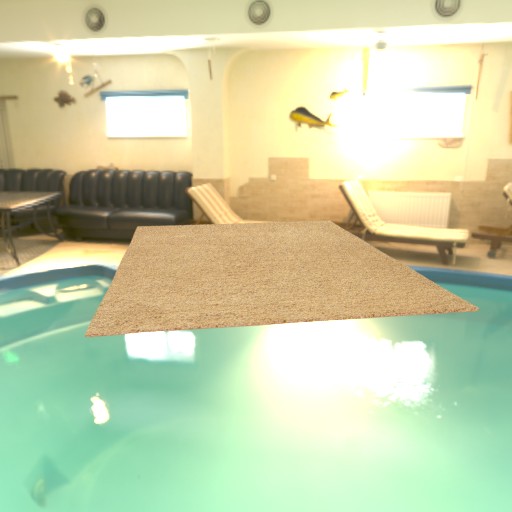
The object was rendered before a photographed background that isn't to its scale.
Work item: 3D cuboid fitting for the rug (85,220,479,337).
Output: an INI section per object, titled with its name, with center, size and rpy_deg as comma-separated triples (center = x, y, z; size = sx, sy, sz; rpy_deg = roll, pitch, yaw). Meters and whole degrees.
[rug]
center = 0.000, 0.000, 4.069
size = 2.400, 0.025, 3.000
rpy_deg = -2, 16, -9
